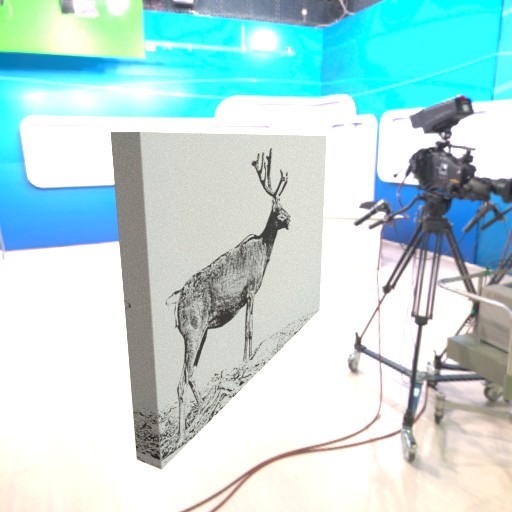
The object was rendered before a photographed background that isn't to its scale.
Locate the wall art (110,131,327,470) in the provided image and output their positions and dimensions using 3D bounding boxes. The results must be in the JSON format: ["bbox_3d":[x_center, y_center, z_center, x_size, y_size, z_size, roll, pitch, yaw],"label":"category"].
[{"bbox_3d":[0.000,0.000,0.780,0.042,0.414,0.608,7,17,26],"label":"wall art"}]
